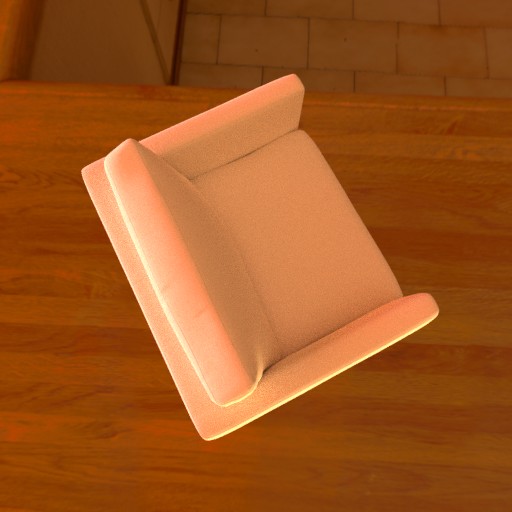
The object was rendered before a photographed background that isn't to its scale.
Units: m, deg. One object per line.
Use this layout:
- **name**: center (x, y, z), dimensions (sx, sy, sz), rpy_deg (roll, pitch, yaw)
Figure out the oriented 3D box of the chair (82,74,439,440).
- **chair**: center (0.000, 0.000, 1.705), dimensions (0.878, 0.885, 1.019), rpy_deg (-27, 78, -6)
